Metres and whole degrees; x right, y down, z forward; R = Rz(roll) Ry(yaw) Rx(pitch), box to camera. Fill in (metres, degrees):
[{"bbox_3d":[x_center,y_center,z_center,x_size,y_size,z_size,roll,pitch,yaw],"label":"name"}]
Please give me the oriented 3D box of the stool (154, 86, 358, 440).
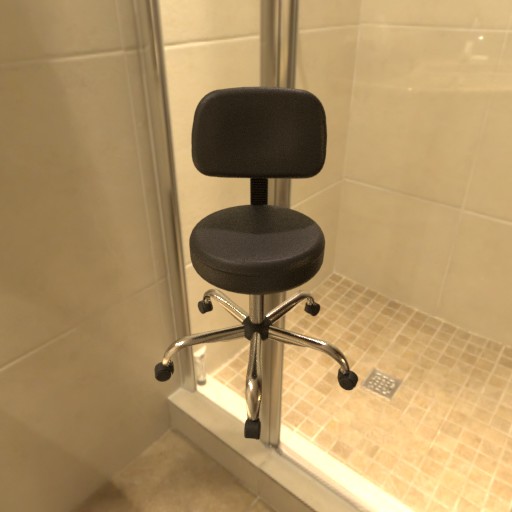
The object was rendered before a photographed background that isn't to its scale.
[{"bbox_3d":[0.000,0.000,1.324,0.673,0.862,0.648,1,31,2],"label":"stool"}]
